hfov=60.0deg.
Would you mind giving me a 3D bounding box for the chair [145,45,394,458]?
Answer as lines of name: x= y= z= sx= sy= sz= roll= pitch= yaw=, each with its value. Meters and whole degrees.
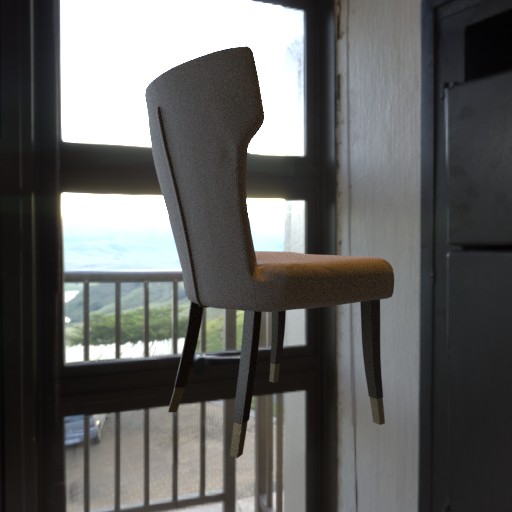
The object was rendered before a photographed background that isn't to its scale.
chair: x=0.000 y=0.000 z=1.306 sx=0.630 sy=0.950 sz=0.526 roll=0 pitch=1 yaw=-35
